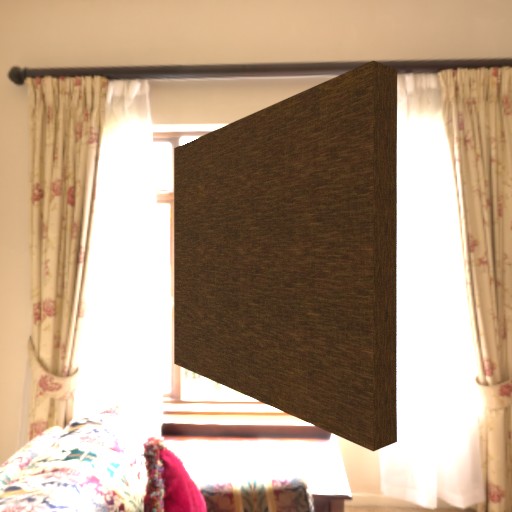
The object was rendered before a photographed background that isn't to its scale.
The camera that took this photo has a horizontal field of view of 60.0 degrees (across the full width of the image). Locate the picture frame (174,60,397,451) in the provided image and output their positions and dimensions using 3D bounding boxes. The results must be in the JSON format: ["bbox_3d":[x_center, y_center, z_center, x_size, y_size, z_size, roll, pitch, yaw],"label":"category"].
[{"bbox_3d":[0.000,0.000,0.536,0.033,0.330,0.378,0,0,-36],"label":"picture frame"}]
